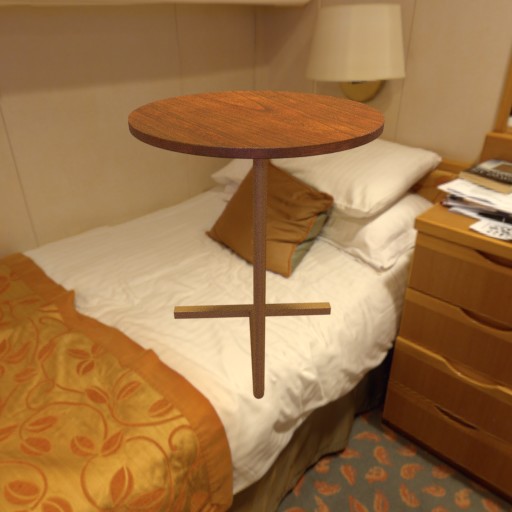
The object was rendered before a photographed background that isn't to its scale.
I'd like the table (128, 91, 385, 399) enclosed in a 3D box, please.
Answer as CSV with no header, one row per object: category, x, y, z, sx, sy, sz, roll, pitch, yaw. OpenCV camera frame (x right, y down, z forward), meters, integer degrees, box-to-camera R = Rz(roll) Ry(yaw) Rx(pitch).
table,0.000,0.000,1.120,0.530,0.706,0.577,-1,29,-2
